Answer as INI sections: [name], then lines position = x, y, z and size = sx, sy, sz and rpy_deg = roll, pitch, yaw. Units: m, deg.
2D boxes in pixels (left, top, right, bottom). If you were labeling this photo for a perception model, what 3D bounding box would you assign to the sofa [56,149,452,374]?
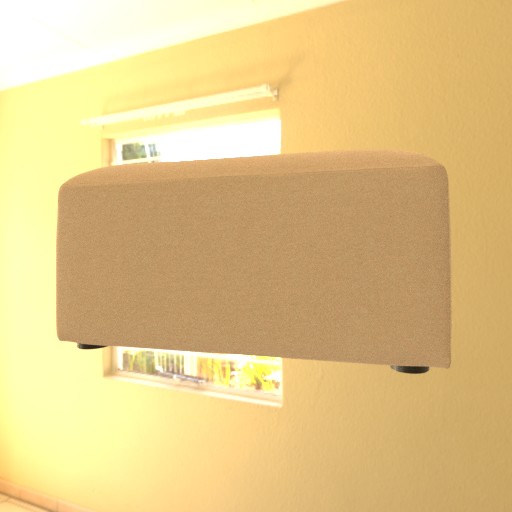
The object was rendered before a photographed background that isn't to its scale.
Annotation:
[sofa]
position = 0.000, 0.000, 1.204
size = 0.930, 0.470, 0.480
rpy_deg = 0, 0, 17
